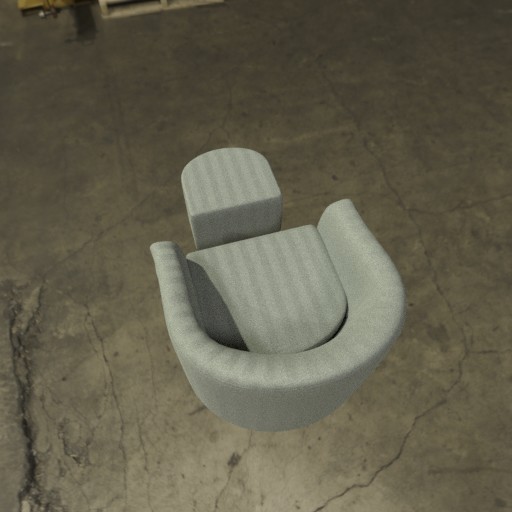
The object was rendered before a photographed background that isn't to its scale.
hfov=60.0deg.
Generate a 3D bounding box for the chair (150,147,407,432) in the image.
[{"bbox_3d":[0.000,0.000,1.738,0.756,0.757,1.288,-14,58,-9],"label":"chair"}]
